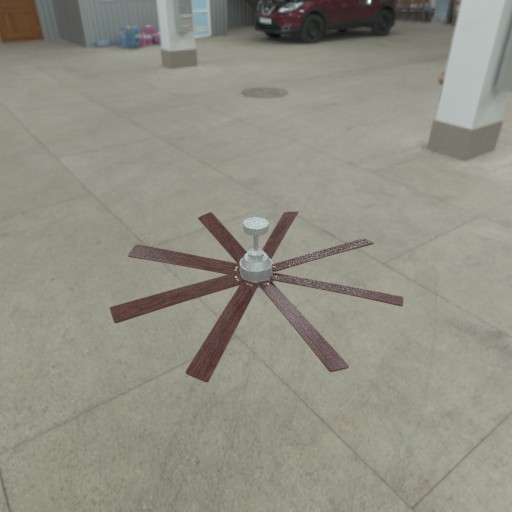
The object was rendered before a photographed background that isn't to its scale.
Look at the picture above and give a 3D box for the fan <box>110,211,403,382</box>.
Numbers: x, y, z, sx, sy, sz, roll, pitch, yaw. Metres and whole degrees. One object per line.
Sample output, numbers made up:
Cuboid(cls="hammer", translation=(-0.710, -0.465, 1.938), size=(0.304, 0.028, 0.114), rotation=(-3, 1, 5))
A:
Cuboid(cls="fan", translation=(0.000, 0.000, 2.785), size=(1.830, 0.472, 1.830), rotation=(10, 34, 15))
